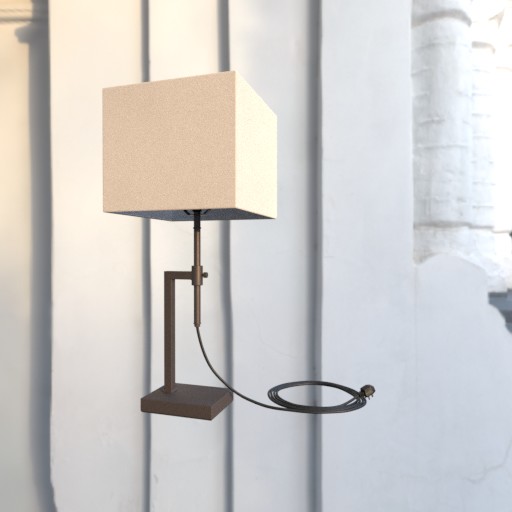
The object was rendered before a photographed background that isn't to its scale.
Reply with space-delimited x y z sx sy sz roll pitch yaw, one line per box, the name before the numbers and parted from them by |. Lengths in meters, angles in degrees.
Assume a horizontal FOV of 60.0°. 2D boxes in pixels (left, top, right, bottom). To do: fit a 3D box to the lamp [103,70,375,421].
lamp | 0.000 0.000 0.983 0.504 0.660 0.399 0 1 18
